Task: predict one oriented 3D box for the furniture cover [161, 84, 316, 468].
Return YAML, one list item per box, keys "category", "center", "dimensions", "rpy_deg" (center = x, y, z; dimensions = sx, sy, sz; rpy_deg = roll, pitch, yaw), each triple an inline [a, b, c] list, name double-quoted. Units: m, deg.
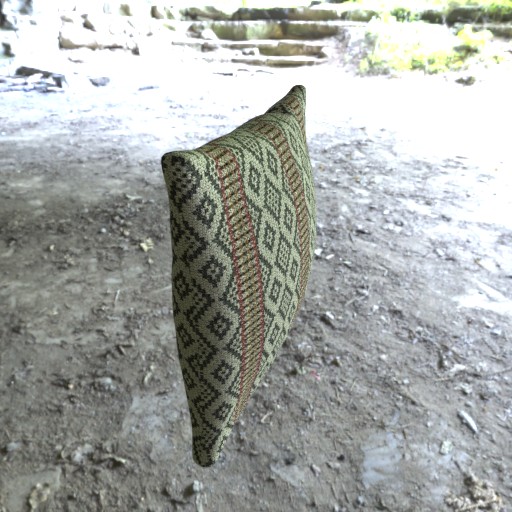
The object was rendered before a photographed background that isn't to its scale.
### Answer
- category: "furniture cover"
  center: [0.000, 0.000, 0.779]
  dimensions: [0.182, 0.506, 0.503]
  rpy_deg: [10, 31, 17]
